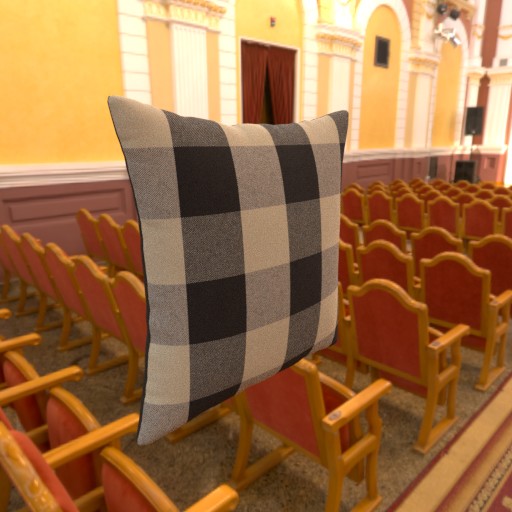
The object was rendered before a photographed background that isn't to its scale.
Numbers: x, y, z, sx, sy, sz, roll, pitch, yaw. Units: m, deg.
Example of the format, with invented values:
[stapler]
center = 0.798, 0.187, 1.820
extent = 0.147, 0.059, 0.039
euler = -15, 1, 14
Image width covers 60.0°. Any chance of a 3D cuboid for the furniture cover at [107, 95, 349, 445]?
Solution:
[furniture cover]
center = 0.000, 0.000, 0.784
extent = 0.511, 0.509, 0.161
euler = -15, 21, -43
